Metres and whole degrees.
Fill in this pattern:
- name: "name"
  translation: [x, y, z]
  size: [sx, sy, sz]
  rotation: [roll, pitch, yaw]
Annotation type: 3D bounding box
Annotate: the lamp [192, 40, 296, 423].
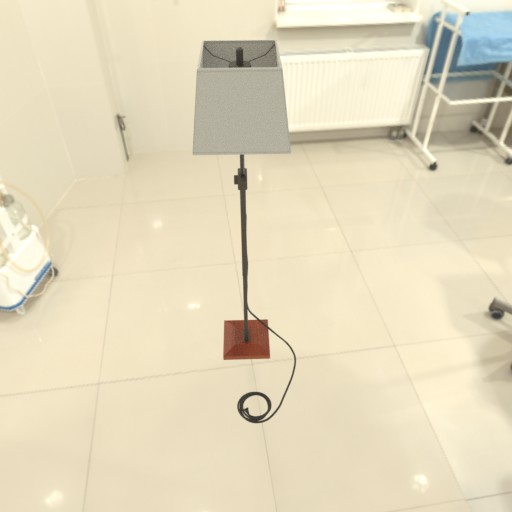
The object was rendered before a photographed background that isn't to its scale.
- name: "lamp"
  translation: [0.000, 0.000, 2.029]
  size: [0.472, 1.712, 0.745]
  rotation: [-1, 42, -1]
